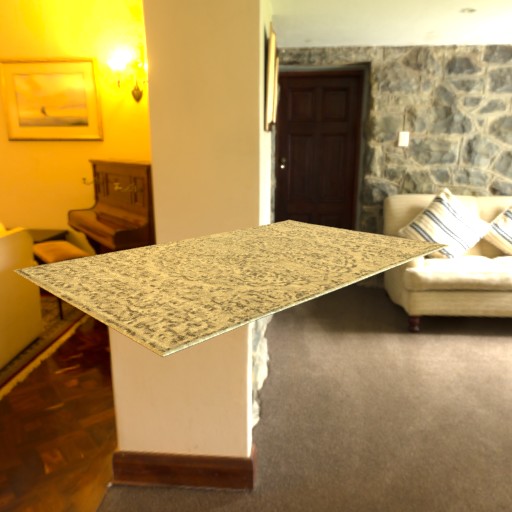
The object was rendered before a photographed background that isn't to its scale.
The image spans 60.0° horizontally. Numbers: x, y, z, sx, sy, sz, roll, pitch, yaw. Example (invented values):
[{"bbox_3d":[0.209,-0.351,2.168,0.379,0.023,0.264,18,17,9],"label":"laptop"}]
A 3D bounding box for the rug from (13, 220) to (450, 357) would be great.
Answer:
[{"bbox_3d":[0.000,0.000,2.879,1.527,0.021,2.447,13,19,43],"label":"rug"}]
